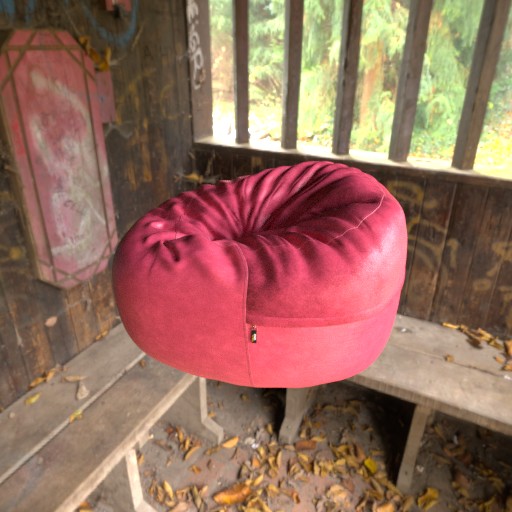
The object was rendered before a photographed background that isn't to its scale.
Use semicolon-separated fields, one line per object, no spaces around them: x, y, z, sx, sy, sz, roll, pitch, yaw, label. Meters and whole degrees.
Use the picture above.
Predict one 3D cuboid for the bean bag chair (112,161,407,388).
0.000;0.000;2.446;1.524;0.878;1.524;0;26;-1;bean bag chair
